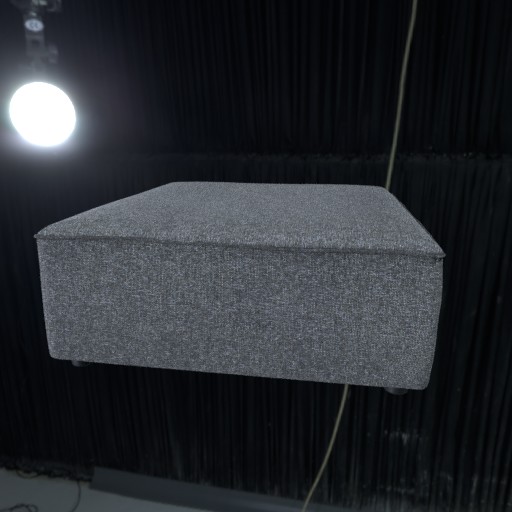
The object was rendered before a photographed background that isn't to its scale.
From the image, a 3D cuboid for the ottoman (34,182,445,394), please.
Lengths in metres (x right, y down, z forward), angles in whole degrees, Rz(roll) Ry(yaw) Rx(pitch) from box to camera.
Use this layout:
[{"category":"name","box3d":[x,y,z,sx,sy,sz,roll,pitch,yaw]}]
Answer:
[{"category":"ottoman","box3d":[0.000,0.000,1.558,1.021,0.423,1.017,3,16,9]}]
